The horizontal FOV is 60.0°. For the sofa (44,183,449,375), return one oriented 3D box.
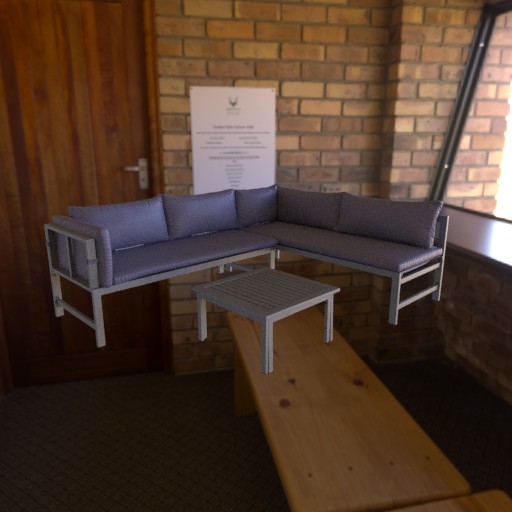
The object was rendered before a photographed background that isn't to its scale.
[{"bbox_3d":[0.000,0.000,3.006,2.149,0.762,1.658,-14,21,-42],"label":"sofa"}]
